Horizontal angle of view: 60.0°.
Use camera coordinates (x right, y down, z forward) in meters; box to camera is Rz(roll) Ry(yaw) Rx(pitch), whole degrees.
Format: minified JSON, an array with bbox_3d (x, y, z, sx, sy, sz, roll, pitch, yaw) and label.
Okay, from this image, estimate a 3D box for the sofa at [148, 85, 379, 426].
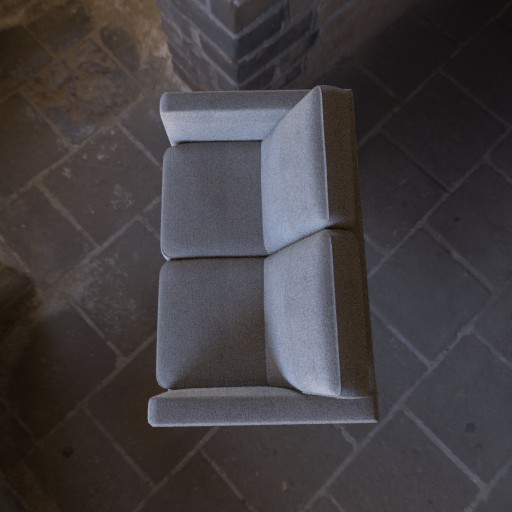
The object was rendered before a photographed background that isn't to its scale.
[{"bbox_3d":[0.000,0.000,2.207,0.969,0.973,1.527,-1,76,0],"label":"sofa"}]
